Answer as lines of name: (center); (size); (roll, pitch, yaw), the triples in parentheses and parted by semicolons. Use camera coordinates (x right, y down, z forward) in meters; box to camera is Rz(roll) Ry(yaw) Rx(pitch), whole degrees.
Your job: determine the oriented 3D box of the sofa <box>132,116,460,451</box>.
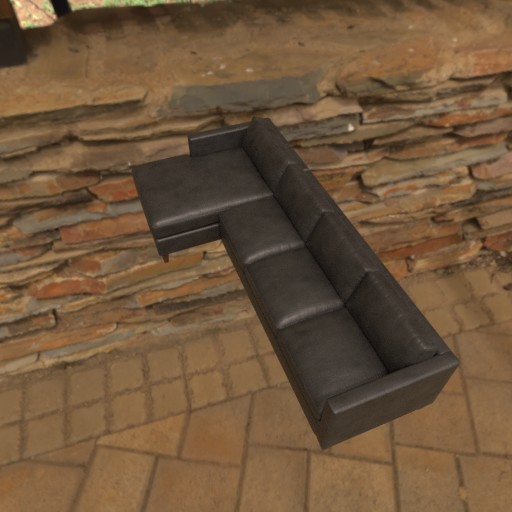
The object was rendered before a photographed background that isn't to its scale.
sofa: (0.000, 0.000, 3.870); (1.581, 0.883, 3.203); (-16, 50, -14)
